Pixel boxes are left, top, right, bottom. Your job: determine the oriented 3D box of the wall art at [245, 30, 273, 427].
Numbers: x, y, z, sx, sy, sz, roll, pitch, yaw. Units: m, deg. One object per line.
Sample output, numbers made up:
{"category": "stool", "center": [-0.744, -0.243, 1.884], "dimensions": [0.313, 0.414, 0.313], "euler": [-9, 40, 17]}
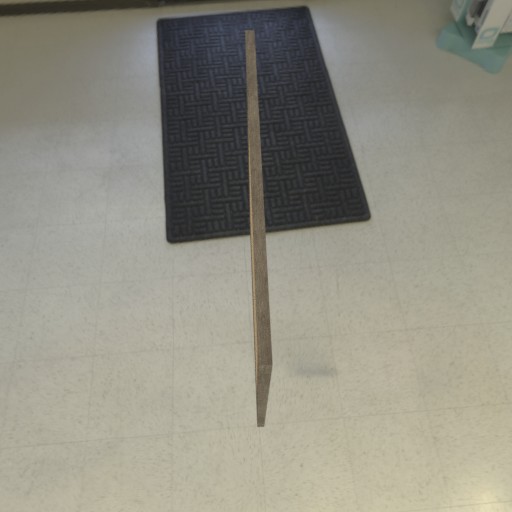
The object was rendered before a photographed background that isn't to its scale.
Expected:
{"category": "wall art", "center": [0.000, 0.000, 0.702], "dimensions": [0.013, 0.457, 0.457], "euler": [-2, 62, -1]}
